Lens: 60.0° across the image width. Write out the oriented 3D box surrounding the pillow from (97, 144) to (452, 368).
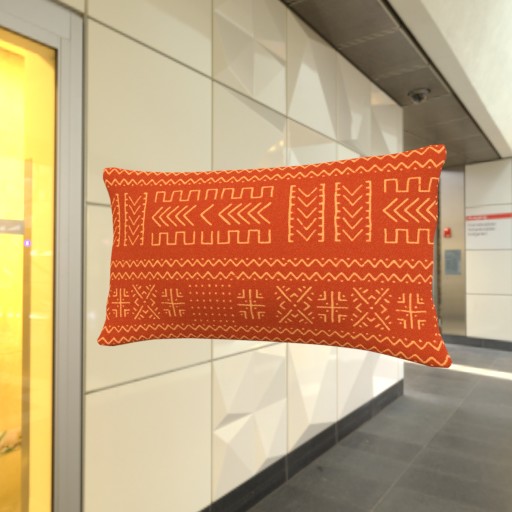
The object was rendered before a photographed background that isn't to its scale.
[{"bbox_3d":[0.000,0.000,0.791,0.640,0.352,0.130,0,-1,16],"label":"pillow"}]
